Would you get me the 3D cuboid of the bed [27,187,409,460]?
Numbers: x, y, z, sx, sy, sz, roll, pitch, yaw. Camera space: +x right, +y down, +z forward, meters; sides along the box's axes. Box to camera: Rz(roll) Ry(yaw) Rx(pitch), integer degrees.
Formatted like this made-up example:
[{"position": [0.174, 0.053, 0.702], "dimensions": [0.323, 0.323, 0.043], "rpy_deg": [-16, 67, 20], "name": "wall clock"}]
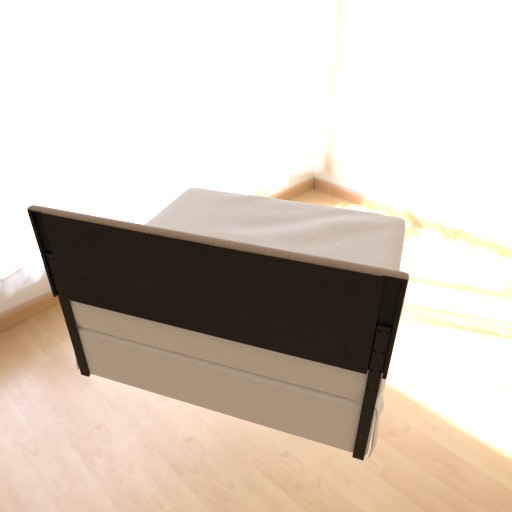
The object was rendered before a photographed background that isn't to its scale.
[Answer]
[{"position": [0.000, 0.000, 3.325], "dimensions": [2.170, 1.346, 1.914], "rpy_deg": [11, 34, 16], "name": "bed"}]
